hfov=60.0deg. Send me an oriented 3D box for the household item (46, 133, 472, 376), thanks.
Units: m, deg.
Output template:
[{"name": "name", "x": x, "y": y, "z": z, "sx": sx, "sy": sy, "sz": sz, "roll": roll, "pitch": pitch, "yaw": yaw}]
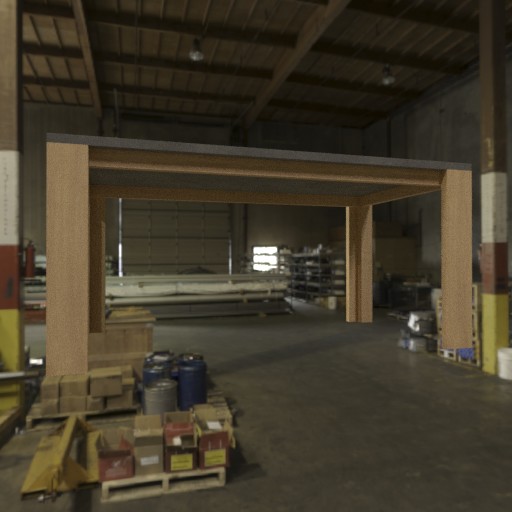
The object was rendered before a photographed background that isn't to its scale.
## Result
[{"name": "household item", "x": 0.000, "y": 0.000, "z": 2.005, "sx": 1.600, "sy": 0.755, "sz": 0.850, "roll": 0, "pitch": 0, "yaw": -16}]
